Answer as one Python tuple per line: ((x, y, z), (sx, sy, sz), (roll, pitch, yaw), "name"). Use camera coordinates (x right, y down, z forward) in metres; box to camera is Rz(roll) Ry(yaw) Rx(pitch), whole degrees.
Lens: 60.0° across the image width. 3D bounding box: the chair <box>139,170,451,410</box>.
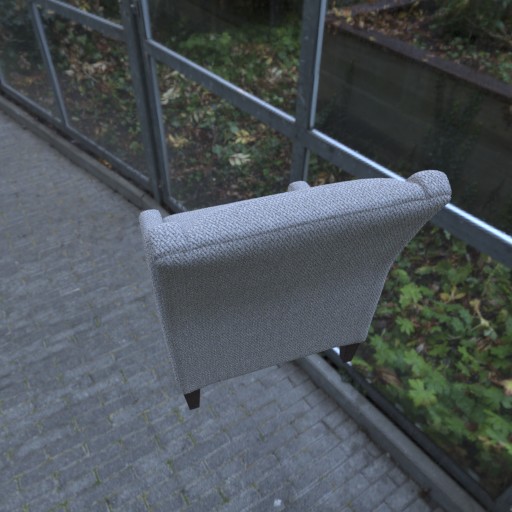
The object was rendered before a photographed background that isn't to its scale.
((0.000, 0.000, 1.627), (0.774, 1.014, 0.870), (-13, 44, -14), "chair")
